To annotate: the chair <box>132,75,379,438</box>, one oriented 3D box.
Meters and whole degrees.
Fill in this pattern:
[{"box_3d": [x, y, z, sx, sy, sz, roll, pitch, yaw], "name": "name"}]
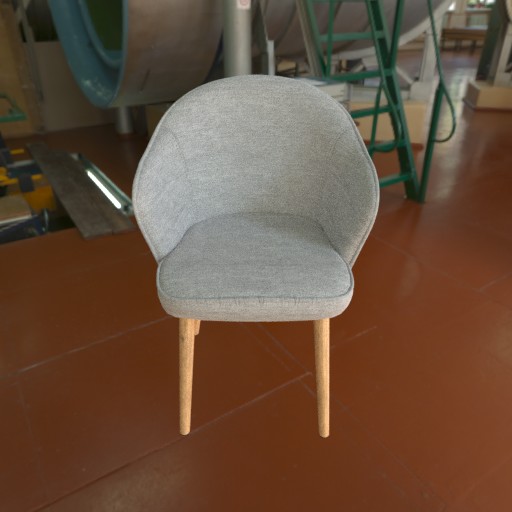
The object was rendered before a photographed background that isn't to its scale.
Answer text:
[{"box_3d": [0.000, 0.000, 1.138, 0.540, 0.800, 0.530, 1, 30, 1], "name": "chair"}]
